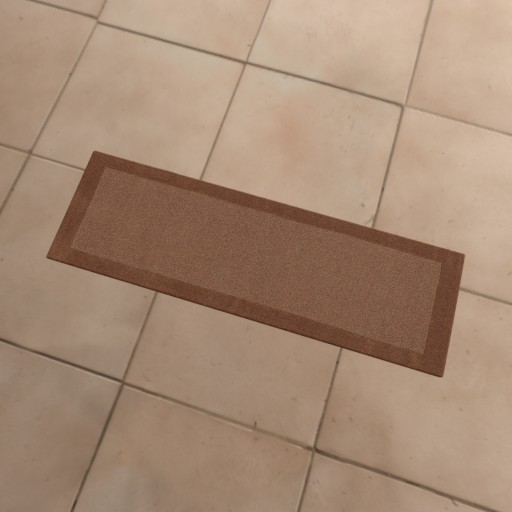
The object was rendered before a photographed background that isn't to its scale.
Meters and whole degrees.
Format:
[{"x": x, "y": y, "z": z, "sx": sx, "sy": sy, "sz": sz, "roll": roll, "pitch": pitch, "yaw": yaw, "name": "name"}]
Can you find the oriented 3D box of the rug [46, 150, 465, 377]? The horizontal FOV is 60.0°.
[{"x": 0.000, "y": 0.000, "z": 2.699, "sx": 2.439, "sy": 0.017, "sz": 0.764, "roll": 16, "pitch": 75, "yaw": 4, "name": "rug"}]
